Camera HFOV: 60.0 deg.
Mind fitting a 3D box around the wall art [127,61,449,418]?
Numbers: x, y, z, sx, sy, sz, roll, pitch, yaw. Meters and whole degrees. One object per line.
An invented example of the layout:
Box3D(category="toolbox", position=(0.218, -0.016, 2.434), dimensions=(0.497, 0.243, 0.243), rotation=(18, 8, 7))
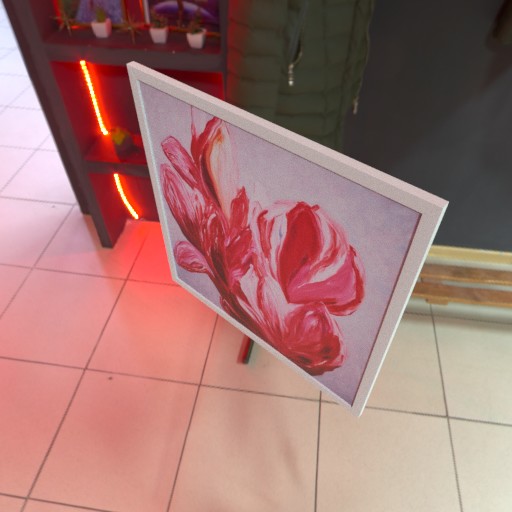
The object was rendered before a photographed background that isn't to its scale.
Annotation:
Box3D(category="wall art", position=(0.000, 0.000, 1.182), dimensions=(0.805, 0.803, 0.022), rotation=(32, 55, 27))
